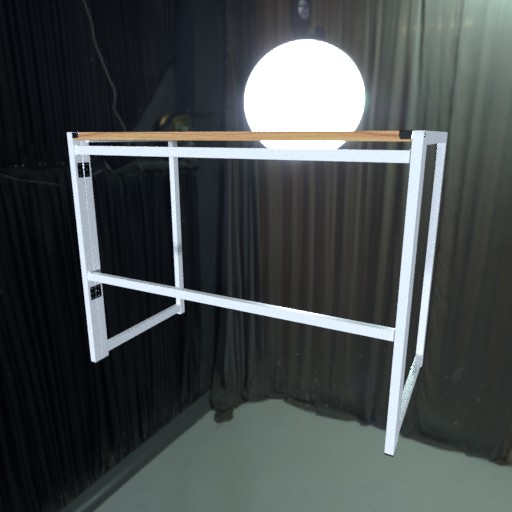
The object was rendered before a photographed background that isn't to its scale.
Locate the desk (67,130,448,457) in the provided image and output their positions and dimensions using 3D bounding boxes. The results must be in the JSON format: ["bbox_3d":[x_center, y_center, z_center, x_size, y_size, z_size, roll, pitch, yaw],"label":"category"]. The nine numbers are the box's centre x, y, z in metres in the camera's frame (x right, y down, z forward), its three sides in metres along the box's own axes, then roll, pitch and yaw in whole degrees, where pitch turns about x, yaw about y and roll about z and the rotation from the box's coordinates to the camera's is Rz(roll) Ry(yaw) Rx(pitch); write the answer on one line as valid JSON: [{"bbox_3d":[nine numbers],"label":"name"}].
[{"bbox_3d":[0.000,0.000,1.416,1.016,0.762,0.508,8,17,26],"label":"desk"}]
